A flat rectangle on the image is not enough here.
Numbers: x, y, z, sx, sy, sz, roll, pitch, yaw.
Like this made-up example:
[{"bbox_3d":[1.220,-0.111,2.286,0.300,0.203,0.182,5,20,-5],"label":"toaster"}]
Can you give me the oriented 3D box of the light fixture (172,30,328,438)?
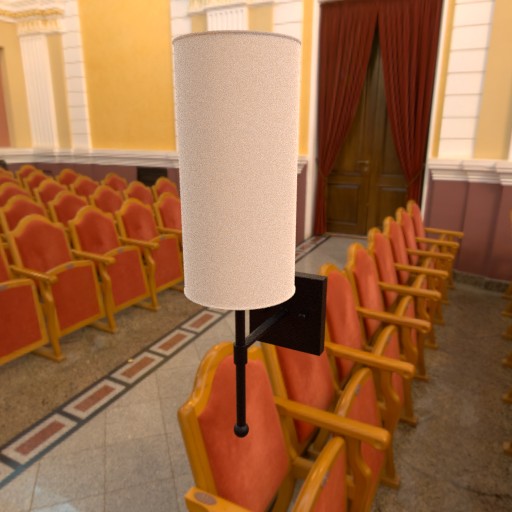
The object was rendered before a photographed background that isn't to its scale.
[{"bbox_3d":[0.000,0.000,0.540,0.128,0.462,0.208,8,18,27],"label":"light fixture"}]
